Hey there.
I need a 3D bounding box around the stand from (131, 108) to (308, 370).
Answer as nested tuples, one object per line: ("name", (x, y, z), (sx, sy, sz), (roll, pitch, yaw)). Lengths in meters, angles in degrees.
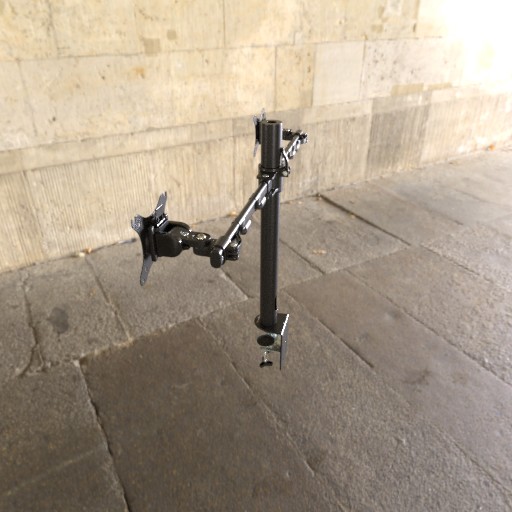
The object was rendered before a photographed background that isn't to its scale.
("stand", (0.000, 0.000, 1.009), (0.150, 0.603, 0.743), (7, 31, 13))
